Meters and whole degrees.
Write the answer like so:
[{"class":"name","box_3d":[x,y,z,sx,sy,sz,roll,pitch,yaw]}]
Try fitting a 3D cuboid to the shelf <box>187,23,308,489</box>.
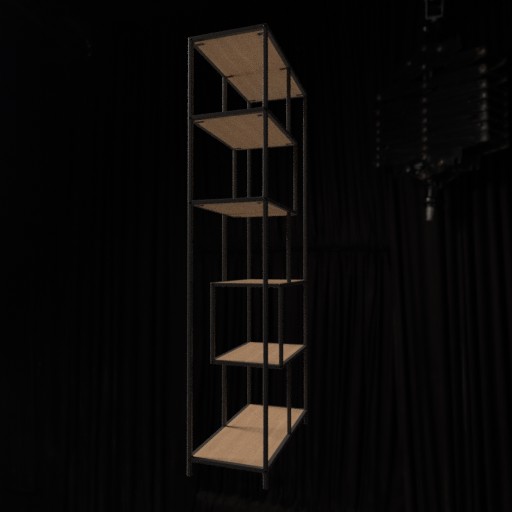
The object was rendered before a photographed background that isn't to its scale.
[{"class":"shelf","box_3d":[0.000,0.000,2.177,0.350,1.850,0.770,0,-1,19]}]
